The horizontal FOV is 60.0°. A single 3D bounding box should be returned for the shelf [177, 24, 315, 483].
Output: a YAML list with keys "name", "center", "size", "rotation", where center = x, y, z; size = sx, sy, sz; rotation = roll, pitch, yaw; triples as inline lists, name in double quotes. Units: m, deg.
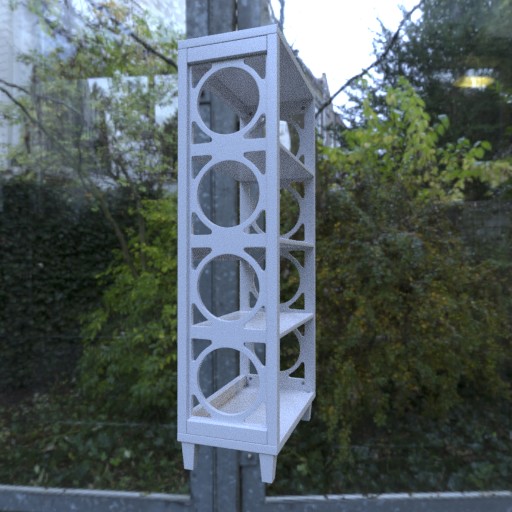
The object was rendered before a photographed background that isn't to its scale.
- name: "shelf"
  center: [0.000, 0.000, 1.688]
  size: [0.340, 1.411, 0.611]
  rotation: [0, 0, 19]
